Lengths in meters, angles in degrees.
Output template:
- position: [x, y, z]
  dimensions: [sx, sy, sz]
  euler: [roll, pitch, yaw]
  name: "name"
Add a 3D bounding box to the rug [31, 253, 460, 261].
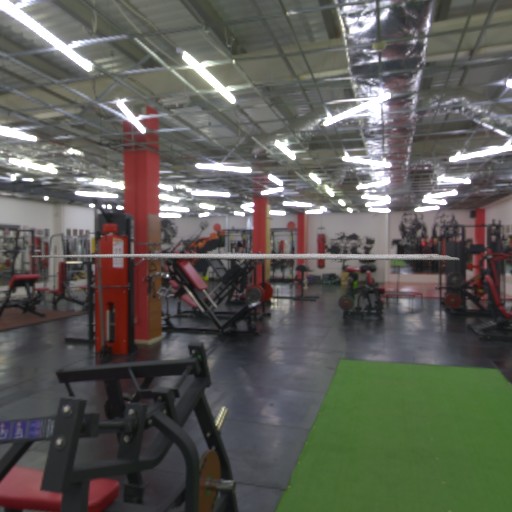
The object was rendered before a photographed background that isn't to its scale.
- position: [0.000, 0.000, 3.081]
  dimensions: [2.444, 0.023, 1.531]
  euler: [0, 1, 19]
  name: "rug"
